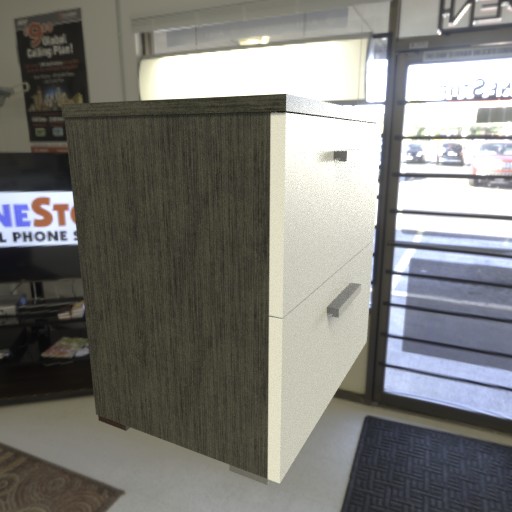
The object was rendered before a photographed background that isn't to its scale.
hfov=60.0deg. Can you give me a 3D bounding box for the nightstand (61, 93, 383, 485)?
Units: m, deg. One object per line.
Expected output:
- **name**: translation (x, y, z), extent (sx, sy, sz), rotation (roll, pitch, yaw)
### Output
- **nightstand**: translation (0.000, 0.000, 0.735), extent (0.325, 0.460, 0.441), rotation (8, 17, 26)
